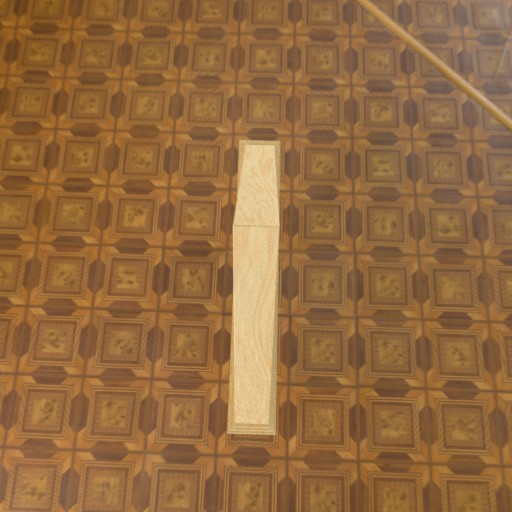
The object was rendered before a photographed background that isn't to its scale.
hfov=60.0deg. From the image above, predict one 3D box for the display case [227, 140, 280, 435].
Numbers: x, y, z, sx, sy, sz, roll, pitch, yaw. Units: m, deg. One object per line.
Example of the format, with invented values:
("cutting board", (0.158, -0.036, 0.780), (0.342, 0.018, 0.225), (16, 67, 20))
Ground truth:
("display case", (0.000, 0.000, 0.793), (0.095, 0.340, 0.640), (2, 76, 0))
